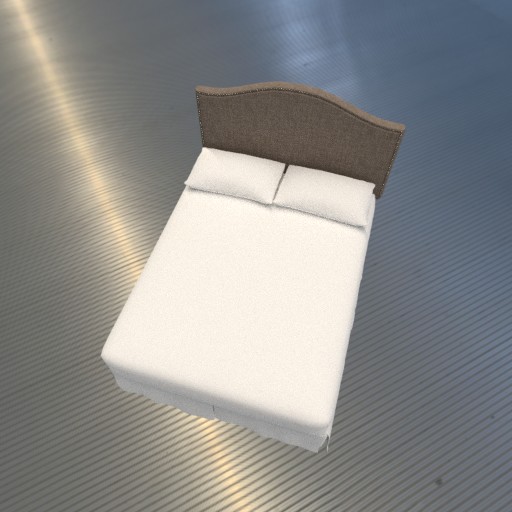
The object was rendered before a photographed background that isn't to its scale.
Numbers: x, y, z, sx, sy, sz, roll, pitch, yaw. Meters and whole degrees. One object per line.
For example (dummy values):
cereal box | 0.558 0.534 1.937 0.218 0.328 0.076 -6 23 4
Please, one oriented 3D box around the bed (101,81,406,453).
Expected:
bed | 0.000 0.000 3.303 1.713 1.518 2.153 14 58 9
